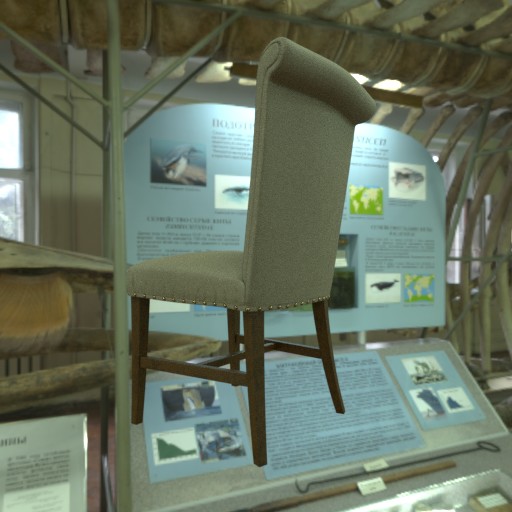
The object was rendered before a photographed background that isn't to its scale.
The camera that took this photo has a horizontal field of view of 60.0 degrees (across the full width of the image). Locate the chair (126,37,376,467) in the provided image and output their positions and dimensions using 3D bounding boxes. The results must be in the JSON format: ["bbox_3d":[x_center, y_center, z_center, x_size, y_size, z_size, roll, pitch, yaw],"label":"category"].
[{"bbox_3d":[0.000,0.000,1.335,0.608,0.988,0.513,0,1,37],"label":"chair"}]
